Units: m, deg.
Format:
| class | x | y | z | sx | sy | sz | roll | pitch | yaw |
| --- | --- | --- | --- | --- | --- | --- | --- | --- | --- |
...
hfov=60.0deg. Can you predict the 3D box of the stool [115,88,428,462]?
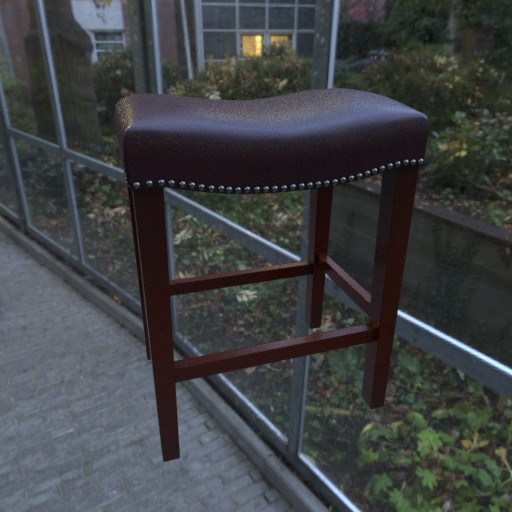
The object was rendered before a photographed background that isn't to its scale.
| class | x | y | z | sx | sy | sz | roll | pitch | yaw |
| --- | --- | --- | --- | --- | --- | --- | --- | --- | --- |
| stool | 0.000 | 0.000 | 0.948 | 0.504 | 0.657 | 0.372 | -8 | 26 | -16 |
